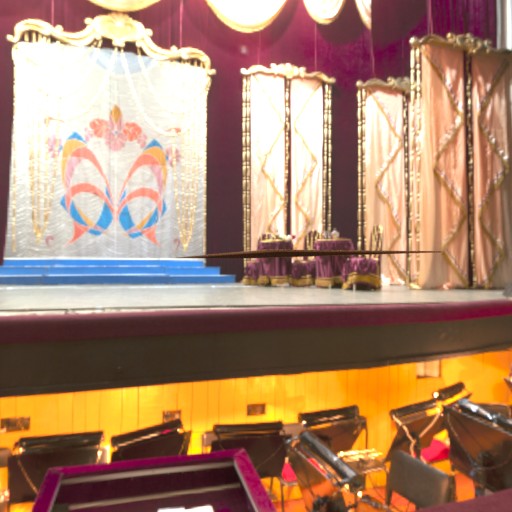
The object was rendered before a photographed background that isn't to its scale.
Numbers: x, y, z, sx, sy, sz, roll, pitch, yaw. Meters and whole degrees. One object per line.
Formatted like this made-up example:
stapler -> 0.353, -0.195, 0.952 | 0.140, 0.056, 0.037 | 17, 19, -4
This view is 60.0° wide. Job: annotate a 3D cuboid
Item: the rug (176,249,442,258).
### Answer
rug -> 0.000, 0.000, 2.705 | 0.688, 0.005, 2.437 | 0, -1, -17
